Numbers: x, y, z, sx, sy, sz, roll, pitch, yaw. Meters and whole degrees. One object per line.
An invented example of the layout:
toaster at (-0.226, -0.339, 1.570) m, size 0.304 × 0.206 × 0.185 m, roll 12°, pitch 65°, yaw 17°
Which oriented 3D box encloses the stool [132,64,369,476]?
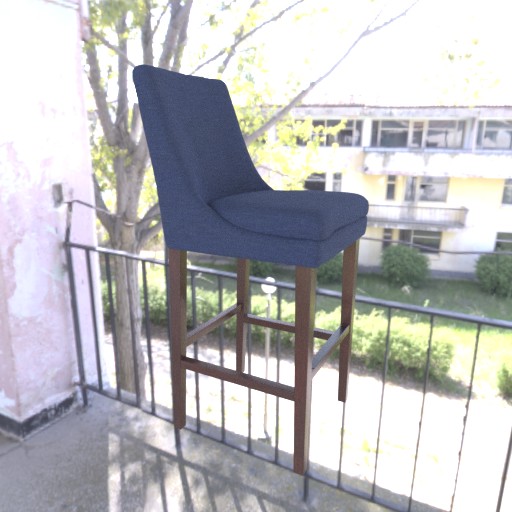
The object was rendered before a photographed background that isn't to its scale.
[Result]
stool at (0.000, 0.000, 1.361) m, size 0.577 × 1.078 × 0.470 m, roll 8°, pitch 17°, yaw 27°
